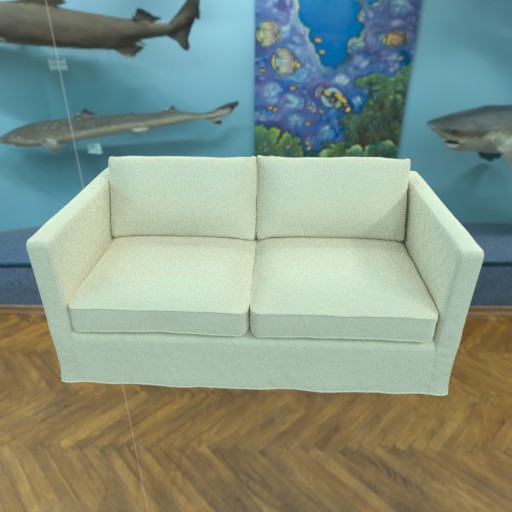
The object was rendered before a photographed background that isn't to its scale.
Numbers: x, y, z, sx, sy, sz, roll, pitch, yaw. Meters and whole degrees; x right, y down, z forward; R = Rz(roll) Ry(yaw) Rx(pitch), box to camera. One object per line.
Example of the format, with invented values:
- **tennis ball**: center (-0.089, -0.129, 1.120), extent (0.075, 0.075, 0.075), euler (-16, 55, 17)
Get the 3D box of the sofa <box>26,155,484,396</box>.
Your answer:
- **sofa**: center (0.000, 0.000, 2.181), extent (1.746, 0.834, 0.962), euler (1, 29, 2)
